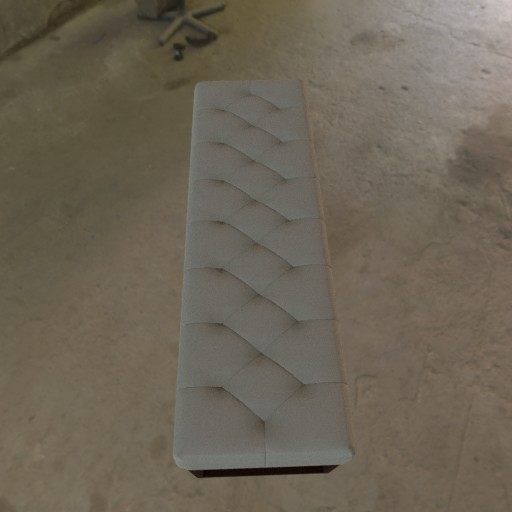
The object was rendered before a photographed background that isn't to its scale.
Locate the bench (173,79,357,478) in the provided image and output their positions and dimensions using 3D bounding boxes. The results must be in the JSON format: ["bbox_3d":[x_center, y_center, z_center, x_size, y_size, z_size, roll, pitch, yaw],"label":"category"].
[{"bbox_3d":[0.000,0.000,1.686,0.479,0.488,1.488,-2,59,-1],"label":"bench"}]
